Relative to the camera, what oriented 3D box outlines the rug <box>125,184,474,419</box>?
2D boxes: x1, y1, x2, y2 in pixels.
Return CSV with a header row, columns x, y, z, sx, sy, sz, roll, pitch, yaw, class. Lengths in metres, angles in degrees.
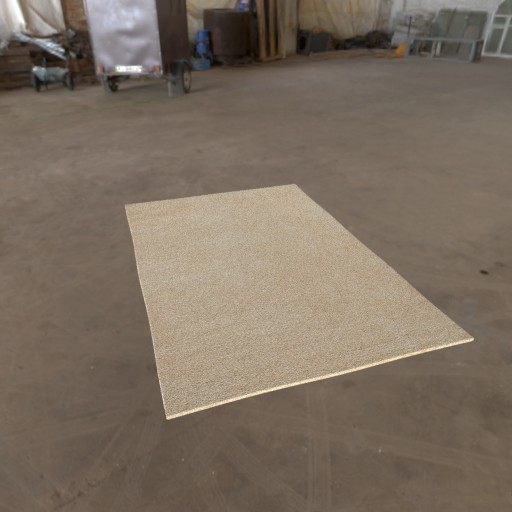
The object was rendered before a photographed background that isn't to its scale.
x,y,z,sx,sy,sz,roll,pitch,yaw,class
0.000,0.000,3.471,1.800,0.025,2.699,-9,31,-16,rug
